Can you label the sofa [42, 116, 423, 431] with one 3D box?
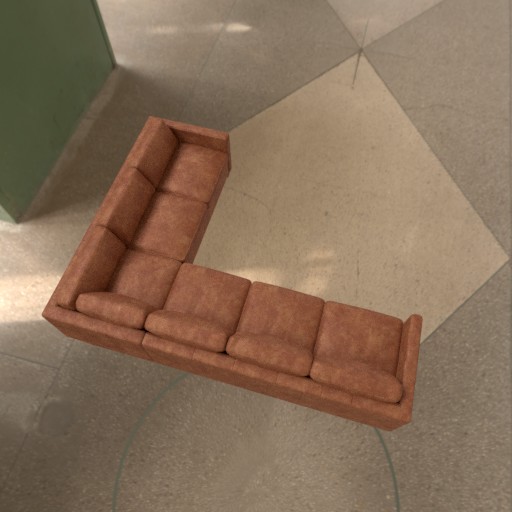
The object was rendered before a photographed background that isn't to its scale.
[{"bbox_3d":[0.000,0.000,4.364,3.167,0.838,2.438,14,63,7],"label":"sofa"}]
